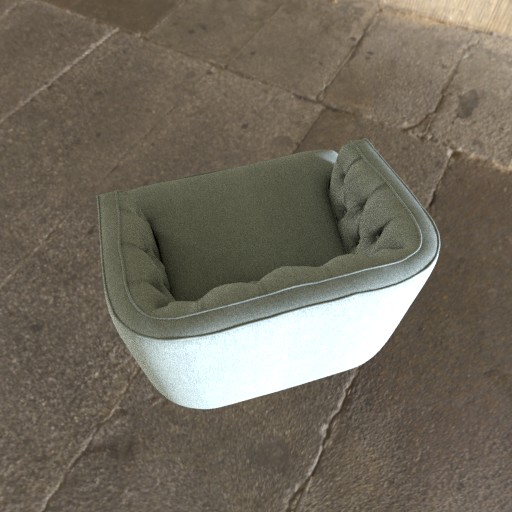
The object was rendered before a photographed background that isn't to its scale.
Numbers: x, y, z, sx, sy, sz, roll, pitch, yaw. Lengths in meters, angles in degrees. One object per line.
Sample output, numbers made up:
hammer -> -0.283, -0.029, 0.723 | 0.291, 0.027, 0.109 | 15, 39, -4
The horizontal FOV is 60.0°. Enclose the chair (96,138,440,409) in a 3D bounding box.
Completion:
chair -> 0.000, 0.000, 1.790 | 1.094, 0.852, 0.945 | -14, 58, -9
